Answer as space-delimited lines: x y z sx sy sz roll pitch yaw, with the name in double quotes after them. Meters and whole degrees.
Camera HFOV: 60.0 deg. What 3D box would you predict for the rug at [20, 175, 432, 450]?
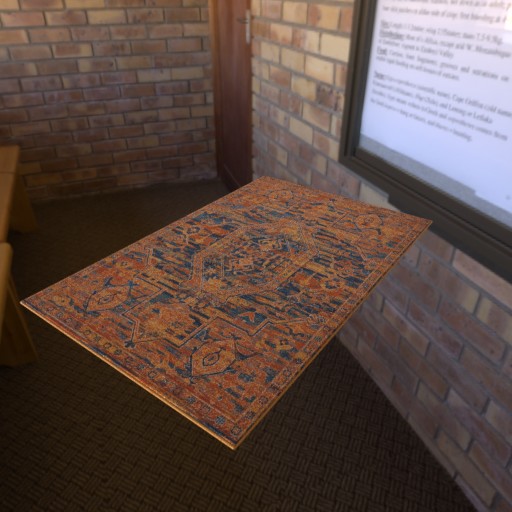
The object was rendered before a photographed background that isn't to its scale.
0.000 0.000 2.155 1.148 0.013 1.758 21 38 30 "rug"
